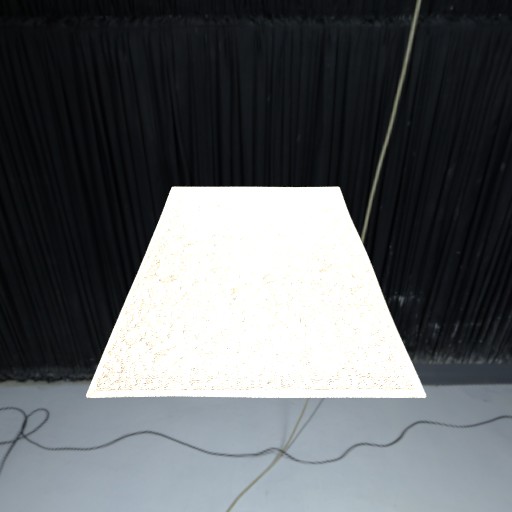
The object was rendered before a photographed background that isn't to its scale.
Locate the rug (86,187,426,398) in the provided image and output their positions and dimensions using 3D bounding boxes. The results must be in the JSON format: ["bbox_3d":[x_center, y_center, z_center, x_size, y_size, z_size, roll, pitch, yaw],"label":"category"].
[{"bbox_3d":[0.000,0.000,3.018,1.529,0.012,2.435,0,31,0],"label":"rug"}]
